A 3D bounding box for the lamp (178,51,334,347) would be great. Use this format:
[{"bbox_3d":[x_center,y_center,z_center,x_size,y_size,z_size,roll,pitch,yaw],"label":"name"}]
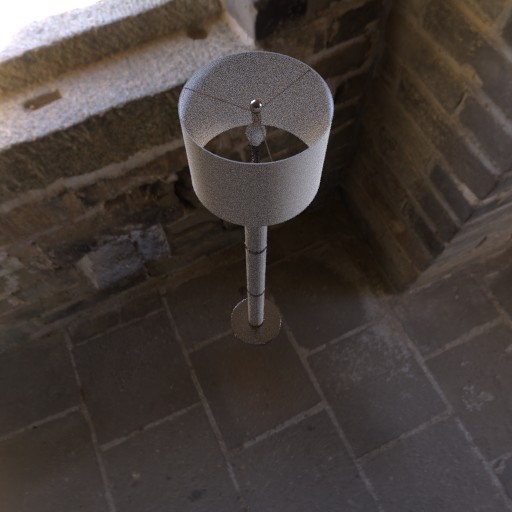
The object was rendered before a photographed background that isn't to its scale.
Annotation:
[{"bbox_3d":[0.000,0.000,1.772,0.377,1.599,0.377,16,64,8],"label":"lamp"}]
